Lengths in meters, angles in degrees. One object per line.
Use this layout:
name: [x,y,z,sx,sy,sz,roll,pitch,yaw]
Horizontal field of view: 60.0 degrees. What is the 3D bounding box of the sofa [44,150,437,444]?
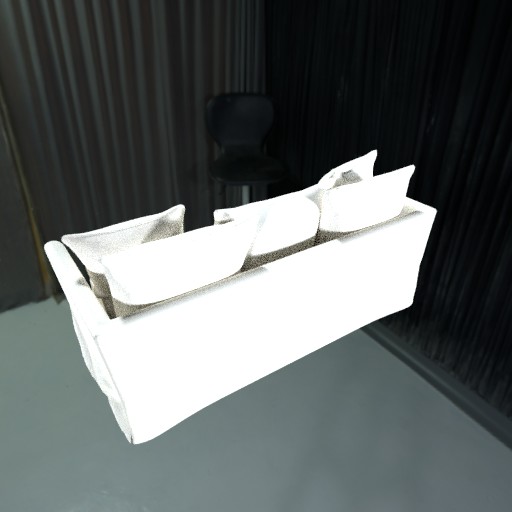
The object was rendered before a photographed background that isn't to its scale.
sofa: [0.000,0.000,2.858,2.290,1.034,1.031,-19,35,-29]
